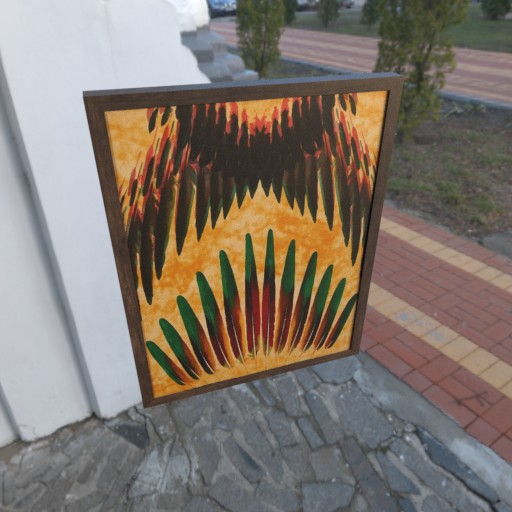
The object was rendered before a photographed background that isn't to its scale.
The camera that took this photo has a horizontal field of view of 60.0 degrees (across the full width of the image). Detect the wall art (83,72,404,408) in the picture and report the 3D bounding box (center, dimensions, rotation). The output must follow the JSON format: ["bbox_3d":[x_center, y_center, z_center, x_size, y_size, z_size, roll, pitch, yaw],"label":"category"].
[{"bbox_3d":[0.000,0.000,0.549,0.329,0.406,0.027,-10,33,-16],"label":"wall art"}]
